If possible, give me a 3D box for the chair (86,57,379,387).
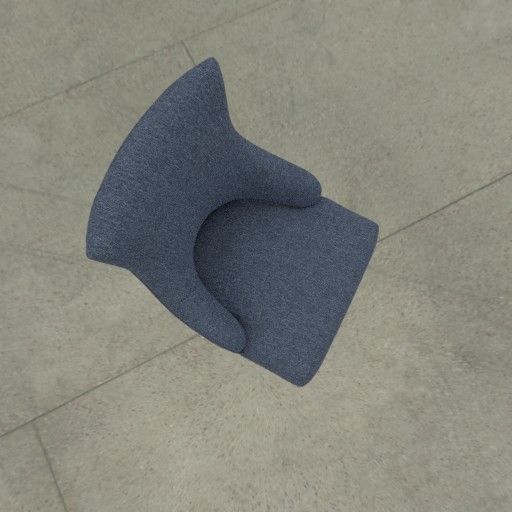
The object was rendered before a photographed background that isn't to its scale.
[{"bbox_3d":[0.000,0.000,1.316,0.629,0.909,0.566,26,77,7],"label":"chair"}]
